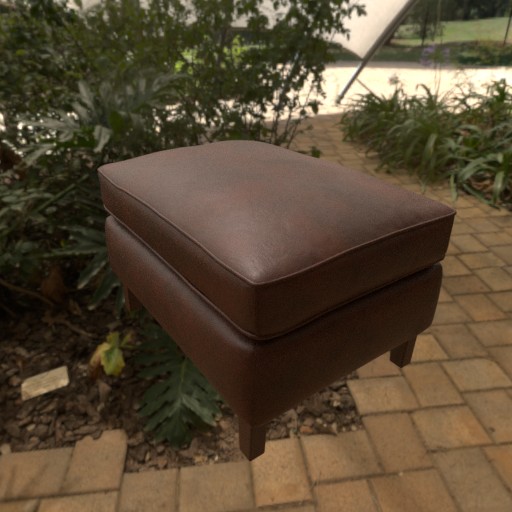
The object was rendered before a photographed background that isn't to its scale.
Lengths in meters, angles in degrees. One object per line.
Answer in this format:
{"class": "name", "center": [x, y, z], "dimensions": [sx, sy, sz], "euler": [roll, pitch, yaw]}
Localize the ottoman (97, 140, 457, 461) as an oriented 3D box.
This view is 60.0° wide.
{"class": "ottoman", "center": [0.000, 0.000, 0.990], "dimensions": [0.501, 0.432, 0.665], "euler": [-18, 33, -31]}
